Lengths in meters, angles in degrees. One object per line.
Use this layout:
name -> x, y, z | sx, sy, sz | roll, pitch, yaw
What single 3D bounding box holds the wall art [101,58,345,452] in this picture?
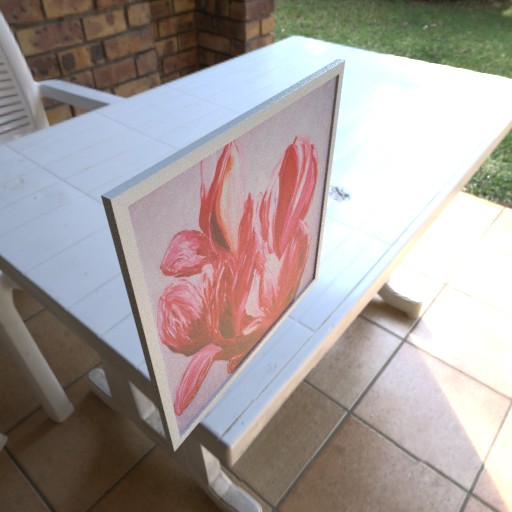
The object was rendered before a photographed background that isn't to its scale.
wall art -> 0.000, 0.000, 1.183 | 0.022, 0.803, 0.805 | 24, 46, 25
